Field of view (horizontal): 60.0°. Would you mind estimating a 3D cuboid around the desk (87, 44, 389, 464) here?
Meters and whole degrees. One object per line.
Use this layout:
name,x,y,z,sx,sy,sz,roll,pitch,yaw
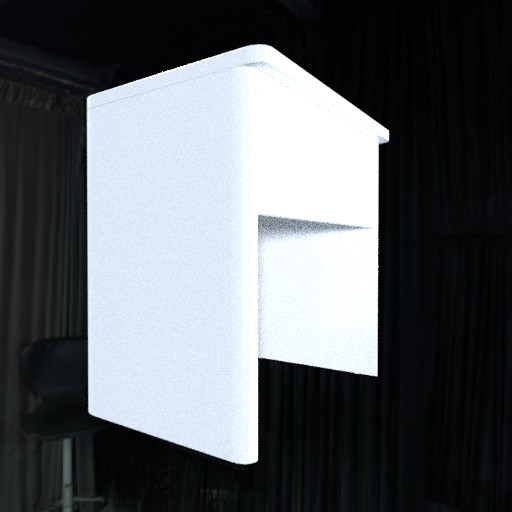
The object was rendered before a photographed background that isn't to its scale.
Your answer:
desk,0.000,0.000,1.284,0.549,0.800,0.762,1,1,34
